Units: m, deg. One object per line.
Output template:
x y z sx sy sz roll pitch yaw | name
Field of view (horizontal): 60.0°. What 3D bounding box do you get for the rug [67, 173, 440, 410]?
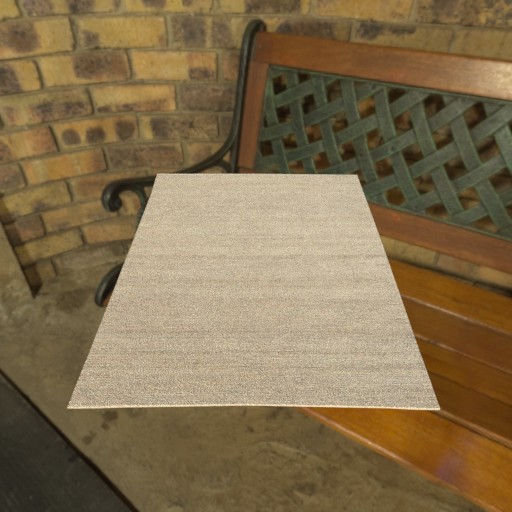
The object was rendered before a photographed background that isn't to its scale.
0.000 0.000 4.673 2.757 0.051 3.626 0 38 1 | rug
